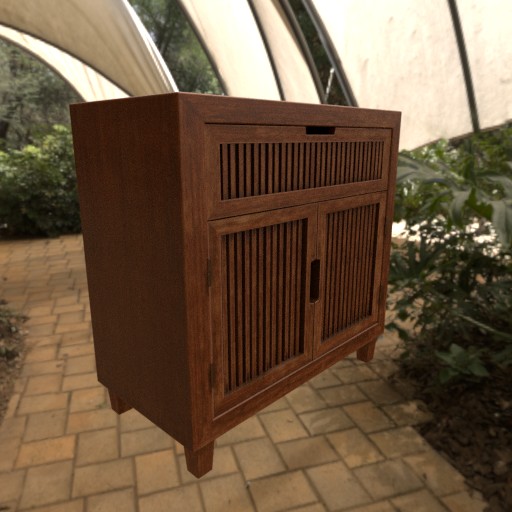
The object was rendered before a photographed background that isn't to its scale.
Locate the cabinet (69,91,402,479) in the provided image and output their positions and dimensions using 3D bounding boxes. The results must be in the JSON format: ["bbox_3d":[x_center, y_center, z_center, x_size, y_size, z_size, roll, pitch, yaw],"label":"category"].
[{"bbox_3d":[0.000,0.000,1.237,0.412,0.785,0.796,14,20,42],"label":"cabinet"}]
